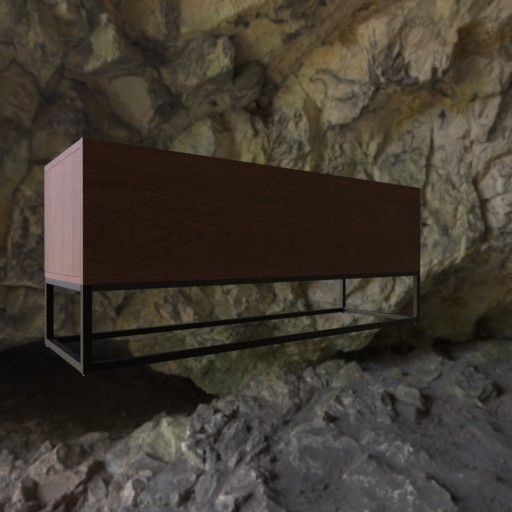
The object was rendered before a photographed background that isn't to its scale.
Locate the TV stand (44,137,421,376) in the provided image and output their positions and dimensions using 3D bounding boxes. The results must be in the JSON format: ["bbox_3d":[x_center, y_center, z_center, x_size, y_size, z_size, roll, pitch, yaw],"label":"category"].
[{"bbox_3d":[0.000,0.000,1.446,1.200,0.500,0.415,0,0,-36],"label":"TV stand"}]
